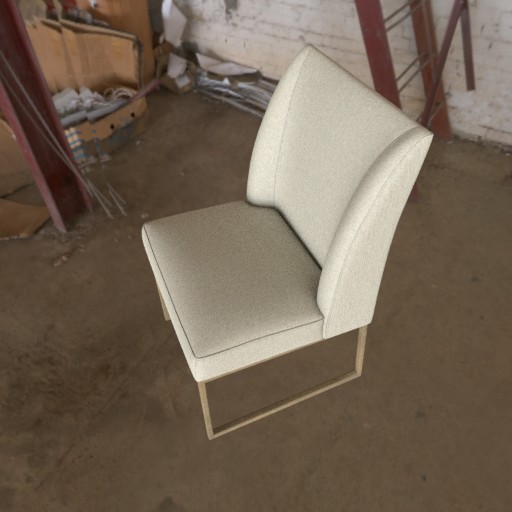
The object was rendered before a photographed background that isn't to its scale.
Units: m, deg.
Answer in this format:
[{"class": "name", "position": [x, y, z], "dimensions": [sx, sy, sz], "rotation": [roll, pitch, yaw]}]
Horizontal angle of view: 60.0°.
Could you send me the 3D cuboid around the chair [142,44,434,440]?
[{"class": "chair", "position": [0.000, 0.000, 1.179], "dimensions": [0.522, 0.863, 0.508], "rotation": [-17, 48, -16]}]
